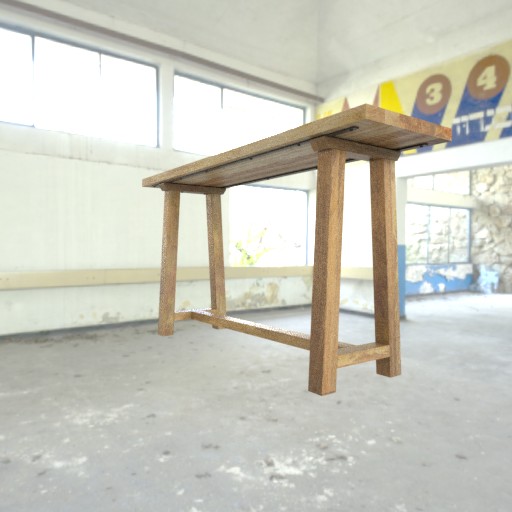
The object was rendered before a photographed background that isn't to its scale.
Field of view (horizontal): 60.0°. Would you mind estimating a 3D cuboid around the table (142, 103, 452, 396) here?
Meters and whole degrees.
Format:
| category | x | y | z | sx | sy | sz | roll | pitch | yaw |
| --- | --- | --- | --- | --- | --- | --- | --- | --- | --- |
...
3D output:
| category | x | y | z | sx | sy | sz | roll | pitch | yaw |
| --- | --- | --- | --- | --- | --- | --- | --- | --- | --- |
| table | 0.000 | 0.000 | 1.888 | 0.405 | 0.810 | 1.524 | -1 | 1 | -36 |
